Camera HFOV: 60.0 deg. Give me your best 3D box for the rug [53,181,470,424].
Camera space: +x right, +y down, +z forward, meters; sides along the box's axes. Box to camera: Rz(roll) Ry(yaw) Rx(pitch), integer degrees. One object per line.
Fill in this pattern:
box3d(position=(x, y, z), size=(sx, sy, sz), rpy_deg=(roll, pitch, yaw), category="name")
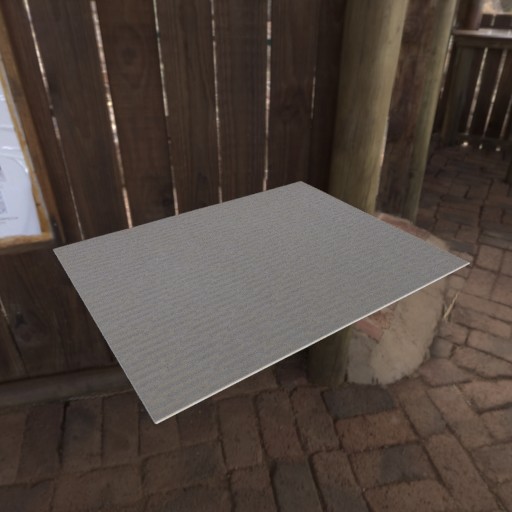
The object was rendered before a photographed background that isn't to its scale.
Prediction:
box3d(position=(0.000, 0.000, 4.127), size=(3.055, 0.021, 2.410), rpy_deg=(-20, 36, -29), category="rug")
